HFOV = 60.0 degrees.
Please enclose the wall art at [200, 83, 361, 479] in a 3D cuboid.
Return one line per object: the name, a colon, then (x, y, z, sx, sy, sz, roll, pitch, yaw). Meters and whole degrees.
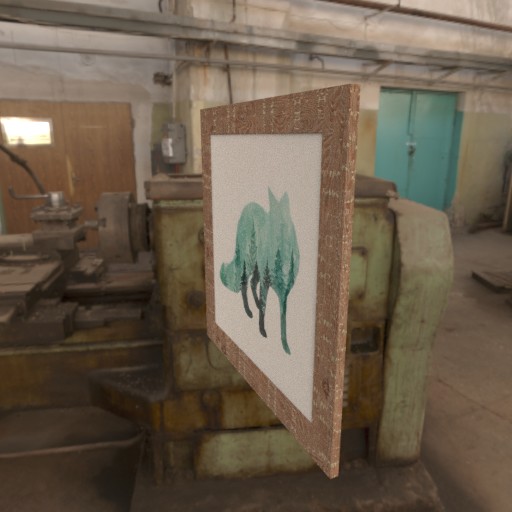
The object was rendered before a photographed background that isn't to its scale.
wall art: (0.000, 0.000, 0.579, 0.012, 0.384, 0.384, -7, 17, -24)
